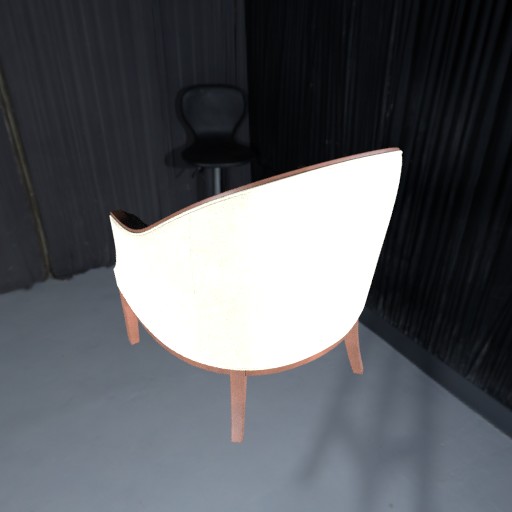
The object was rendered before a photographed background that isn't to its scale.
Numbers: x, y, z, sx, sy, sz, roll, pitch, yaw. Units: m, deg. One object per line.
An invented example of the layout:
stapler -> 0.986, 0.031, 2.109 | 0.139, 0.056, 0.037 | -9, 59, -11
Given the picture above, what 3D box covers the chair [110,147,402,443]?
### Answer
chair -> 0.000, 0.000, 1.485 | 0.803, 0.876, 0.735 | -19, 36, -28
